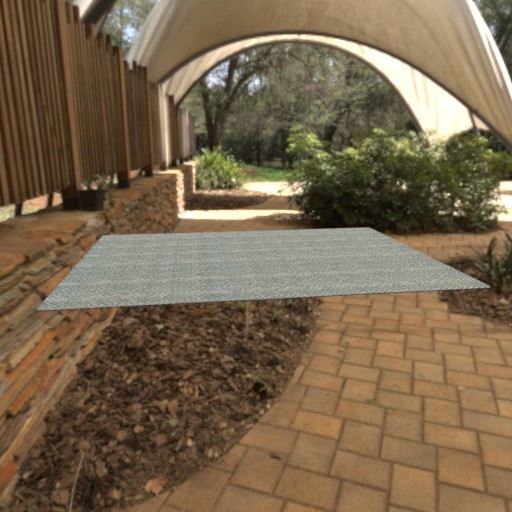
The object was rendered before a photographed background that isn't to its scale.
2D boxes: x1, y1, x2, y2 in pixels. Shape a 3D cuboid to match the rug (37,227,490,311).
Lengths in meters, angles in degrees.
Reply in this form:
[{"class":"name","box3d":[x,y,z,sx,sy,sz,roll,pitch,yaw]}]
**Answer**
[{"class":"rug","box3d":[0.000,0.000,5.168,3.957,0.011,2.894,-2,15,-8]}]
